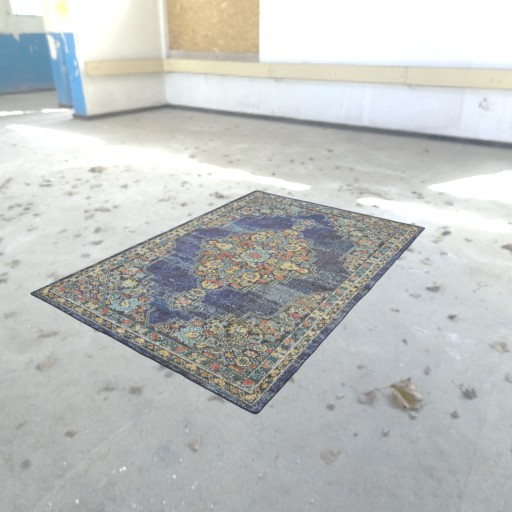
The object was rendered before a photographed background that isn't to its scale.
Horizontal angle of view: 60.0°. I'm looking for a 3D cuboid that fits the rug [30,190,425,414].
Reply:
[{"bbox_3d":[0.000,0.000,3.826,2.053,0.011,2.940,17,31,31],"label":"rug"}]
